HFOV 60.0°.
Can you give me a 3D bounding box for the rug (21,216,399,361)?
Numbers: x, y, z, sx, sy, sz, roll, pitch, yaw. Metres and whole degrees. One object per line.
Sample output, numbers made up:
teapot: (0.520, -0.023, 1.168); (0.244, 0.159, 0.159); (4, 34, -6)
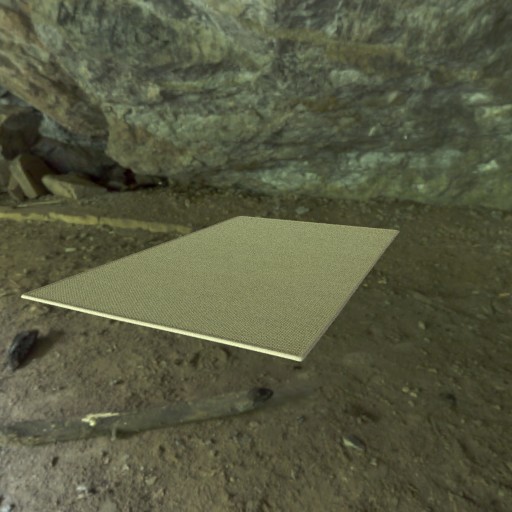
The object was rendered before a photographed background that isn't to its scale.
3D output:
rug: (0.000, 0.000, 2.084); (1.067, 0.013, 1.676); (7, 18, 25)
